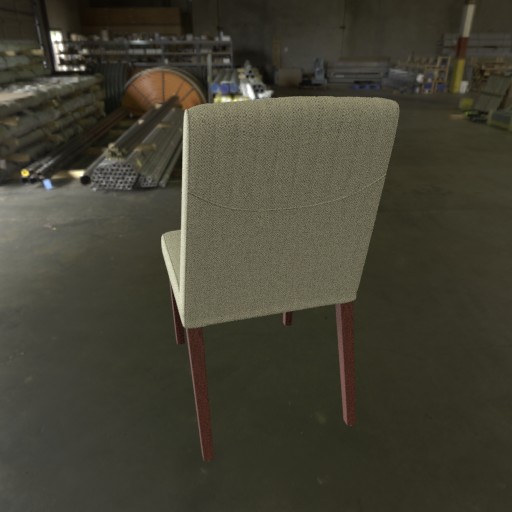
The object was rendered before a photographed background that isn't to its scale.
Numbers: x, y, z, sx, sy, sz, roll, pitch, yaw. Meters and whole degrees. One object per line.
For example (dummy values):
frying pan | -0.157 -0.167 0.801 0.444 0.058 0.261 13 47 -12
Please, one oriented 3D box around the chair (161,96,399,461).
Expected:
chair | 0.000 0.000 1.245 0.480 0.900 0.594 -7 27 -15
